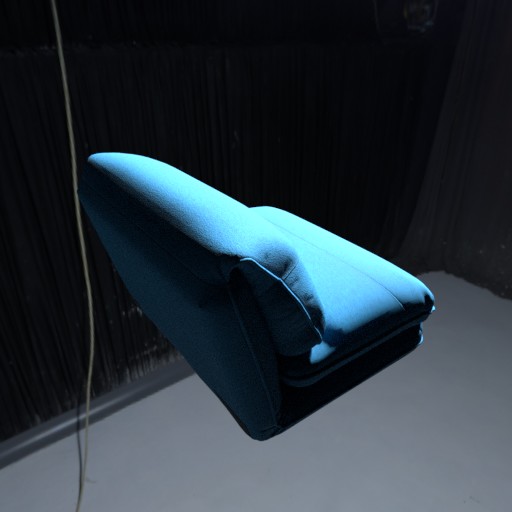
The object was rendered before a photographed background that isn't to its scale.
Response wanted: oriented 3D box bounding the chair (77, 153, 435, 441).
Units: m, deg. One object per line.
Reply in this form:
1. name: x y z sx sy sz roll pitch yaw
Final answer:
1. chair: 0.000 0.000 1.337 0.780 0.580 0.820 -19 34 -31
